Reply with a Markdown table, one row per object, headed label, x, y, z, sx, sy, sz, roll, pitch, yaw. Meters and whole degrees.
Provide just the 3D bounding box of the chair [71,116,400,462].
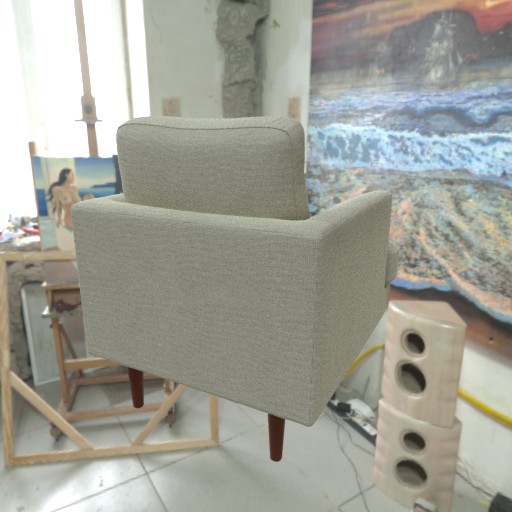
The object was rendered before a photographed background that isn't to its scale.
| label | x | y | z | sx | sy | sz | roll | pitch | yaw |
| --- | --- | --- | --- | --- | --- | --- | --- | --- | --- |
| chair | 0.000 | 0.000 | 1.599 | 0.858 | 0.957 | 0.899 | 9 | 19 | 27 |
